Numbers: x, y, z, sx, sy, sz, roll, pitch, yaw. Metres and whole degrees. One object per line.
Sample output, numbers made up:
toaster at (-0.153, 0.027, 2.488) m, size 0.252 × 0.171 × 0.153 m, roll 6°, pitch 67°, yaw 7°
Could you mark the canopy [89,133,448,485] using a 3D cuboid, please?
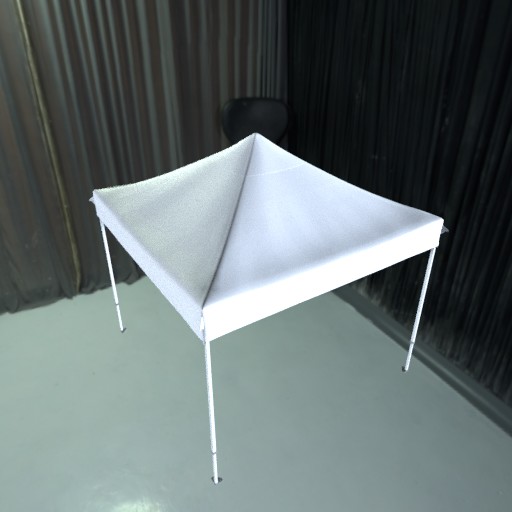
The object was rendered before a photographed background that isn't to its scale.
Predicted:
canopy at (0.000, 0.000, 5.424) m, size 2.996 × 2.998 × 2.994 m, roll -18°, pitch 35°, yaw -28°
